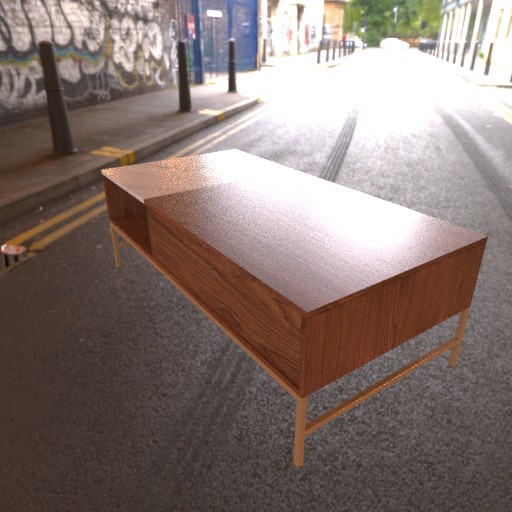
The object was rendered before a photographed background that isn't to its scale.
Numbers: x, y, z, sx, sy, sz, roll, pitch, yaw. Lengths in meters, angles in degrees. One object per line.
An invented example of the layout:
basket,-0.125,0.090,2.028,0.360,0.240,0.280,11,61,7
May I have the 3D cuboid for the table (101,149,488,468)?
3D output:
table,0.000,0.000,1.957,0.789,0.551,1.553,-17,31,-31
